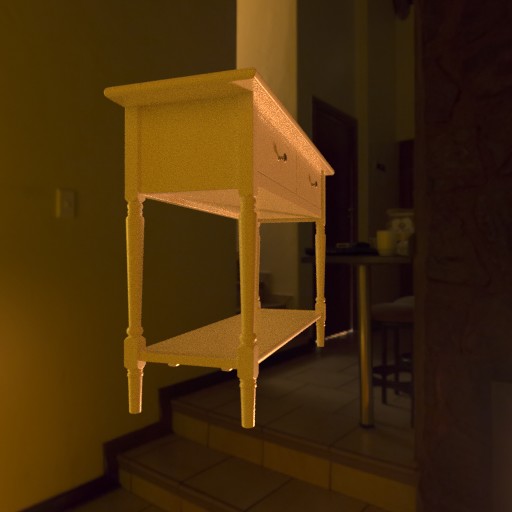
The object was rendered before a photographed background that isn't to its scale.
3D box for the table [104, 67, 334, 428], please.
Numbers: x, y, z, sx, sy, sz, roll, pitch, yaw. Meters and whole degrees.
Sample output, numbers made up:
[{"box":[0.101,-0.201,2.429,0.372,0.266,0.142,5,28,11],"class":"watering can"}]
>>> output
[{"box":[0.000,0.000,1.575,0.386,0.814,1.191,0,0,18],"class":"table"}]
